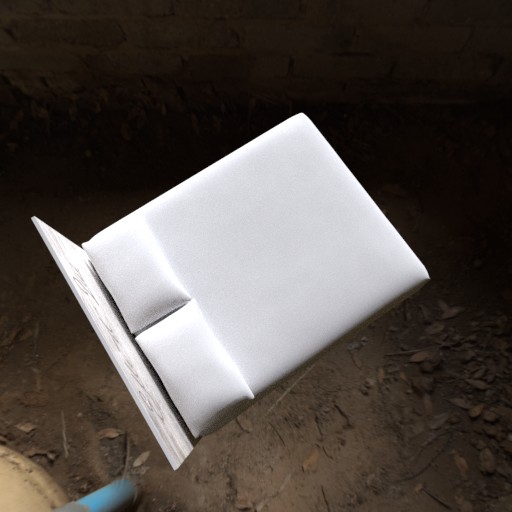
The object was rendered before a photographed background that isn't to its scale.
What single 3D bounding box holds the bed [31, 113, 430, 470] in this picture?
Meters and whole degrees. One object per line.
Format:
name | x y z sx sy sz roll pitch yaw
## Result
bed | 0.000 0.000 3.181 2.094 1.335 1.745 -33 78 -8
